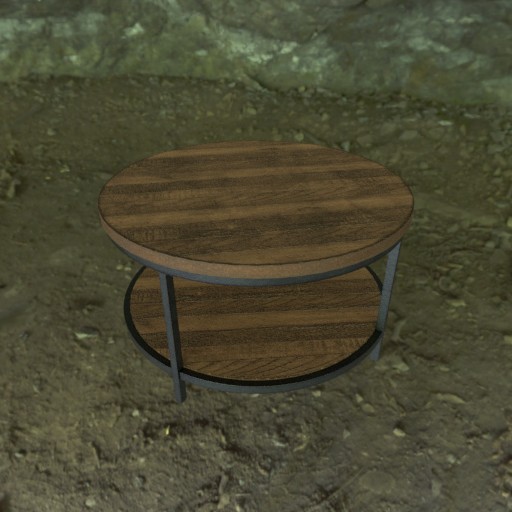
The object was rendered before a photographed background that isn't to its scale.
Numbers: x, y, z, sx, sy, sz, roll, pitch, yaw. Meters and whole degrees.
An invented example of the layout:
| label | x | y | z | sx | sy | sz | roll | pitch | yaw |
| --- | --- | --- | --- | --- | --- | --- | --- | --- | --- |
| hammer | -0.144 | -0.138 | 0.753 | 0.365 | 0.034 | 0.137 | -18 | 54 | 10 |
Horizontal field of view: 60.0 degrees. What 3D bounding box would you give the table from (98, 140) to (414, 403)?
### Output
| label | x | y | z | sx | sy | sz | roll | pitch | yaw |
| --- | --- | --- | --- | --- | --- | --- | --- | --- | --- |
| table | 0.000 | 0.000 | 1.344 | 0.837 | 0.462 | 0.837 | 0 | 31 | 0 |
